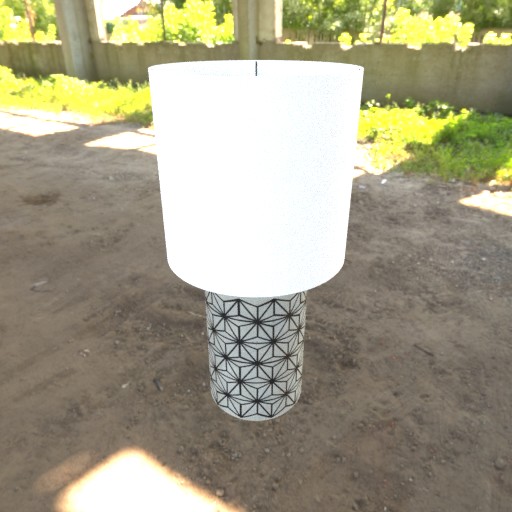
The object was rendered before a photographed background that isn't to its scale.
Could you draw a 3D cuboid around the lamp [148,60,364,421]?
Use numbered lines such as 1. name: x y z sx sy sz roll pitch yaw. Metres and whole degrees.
1. lamp: 0.000 0.000 0.528 0.206 0.416 0.206 0 27 0
